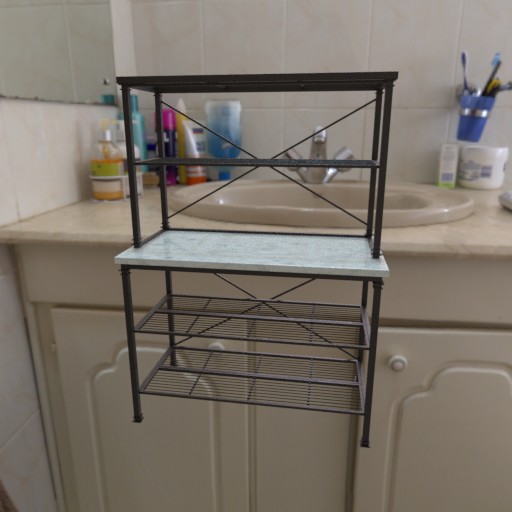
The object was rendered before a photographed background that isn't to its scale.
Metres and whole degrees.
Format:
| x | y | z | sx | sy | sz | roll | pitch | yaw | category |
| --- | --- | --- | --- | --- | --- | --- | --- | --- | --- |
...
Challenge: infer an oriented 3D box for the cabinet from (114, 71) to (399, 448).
| x | y | z | sx | sy | sz | roll | pitch | yaw | category |
| --- | --- | --- | --- | --- | --- | --- | --- | --- | --- |
| 0.000 | 0.000 | 2.214 | 1.210 | 1.659 | 0.610 | 3 | 16 | 9 | cabinet |
